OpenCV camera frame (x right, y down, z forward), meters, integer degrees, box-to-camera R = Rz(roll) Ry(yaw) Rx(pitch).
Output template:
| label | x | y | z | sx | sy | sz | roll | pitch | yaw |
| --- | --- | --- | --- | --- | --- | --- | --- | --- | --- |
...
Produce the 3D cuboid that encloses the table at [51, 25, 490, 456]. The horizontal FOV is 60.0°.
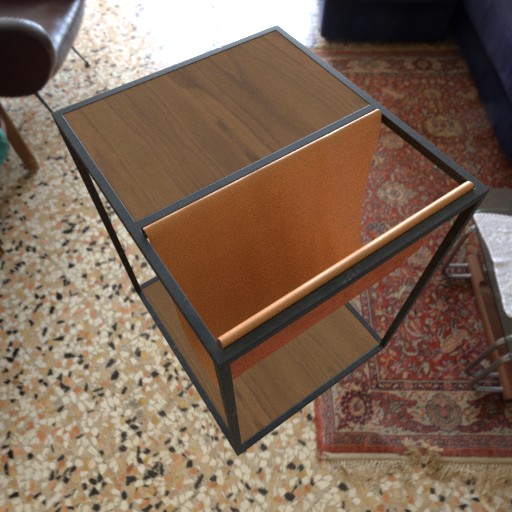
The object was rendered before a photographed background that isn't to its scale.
| label | x | y | z | sx | sy | sz | roll | pitch | yaw |
| --- | --- | --- | --- | --- | --- | --- | --- | --- | --- |
| table | 0.000 | 0.000 | 0.812 | 0.399 | 0.536 | 0.450 | -30 | 62 | -18 |
